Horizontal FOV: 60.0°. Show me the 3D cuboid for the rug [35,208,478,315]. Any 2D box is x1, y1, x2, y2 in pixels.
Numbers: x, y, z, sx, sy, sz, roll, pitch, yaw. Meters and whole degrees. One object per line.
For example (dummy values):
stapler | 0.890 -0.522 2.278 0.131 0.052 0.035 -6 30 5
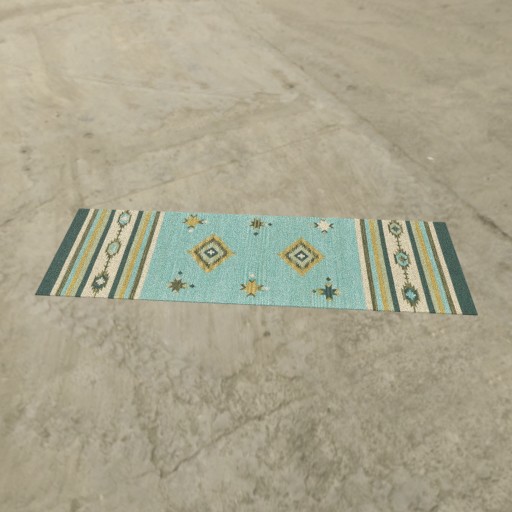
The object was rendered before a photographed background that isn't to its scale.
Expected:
rug | 0.000 0.000 2.697 2.441 0.010 0.744 2 46 2
